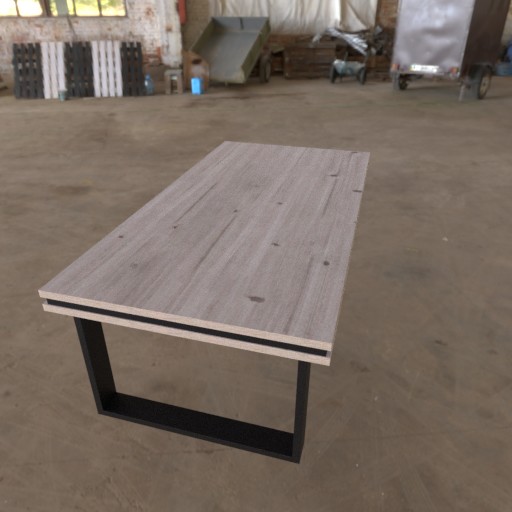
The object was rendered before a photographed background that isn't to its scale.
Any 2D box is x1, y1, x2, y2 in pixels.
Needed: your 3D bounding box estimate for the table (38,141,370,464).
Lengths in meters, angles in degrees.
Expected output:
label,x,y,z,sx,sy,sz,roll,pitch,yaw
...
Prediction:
label,x,y,z,sx,sy,sz,roll,pitch,yaw
table,0.000,0.000,1.652,0.700,0.450,1.350,8,31,14
